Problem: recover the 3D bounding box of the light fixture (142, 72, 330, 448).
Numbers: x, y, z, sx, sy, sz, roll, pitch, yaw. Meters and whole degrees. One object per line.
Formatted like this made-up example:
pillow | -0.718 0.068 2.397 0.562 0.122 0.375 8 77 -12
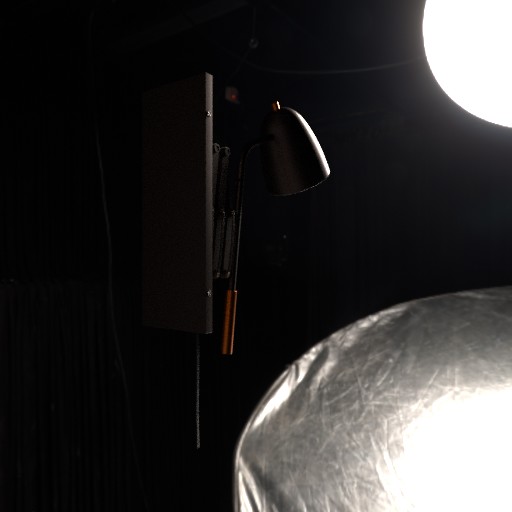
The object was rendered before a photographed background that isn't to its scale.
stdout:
light fixture | 0.000 0.000 0.961 0.162 0.715 0.499 0 0 35
